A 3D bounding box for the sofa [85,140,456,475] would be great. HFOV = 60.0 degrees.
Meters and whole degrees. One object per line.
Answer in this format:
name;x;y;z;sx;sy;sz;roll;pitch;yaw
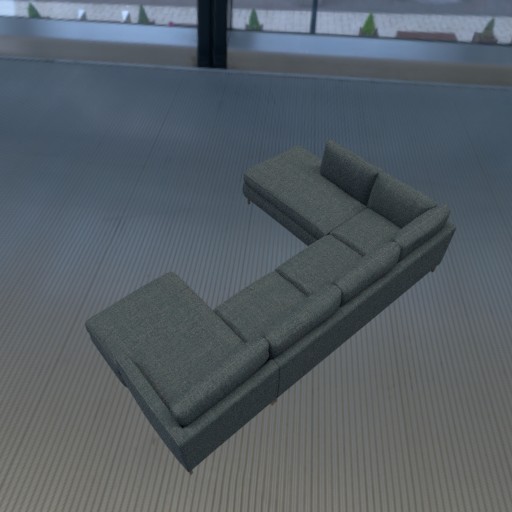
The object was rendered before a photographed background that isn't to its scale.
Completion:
sofa;0.000;0.000;3.599;2.737;0.753;1.879;-32;55;-26
